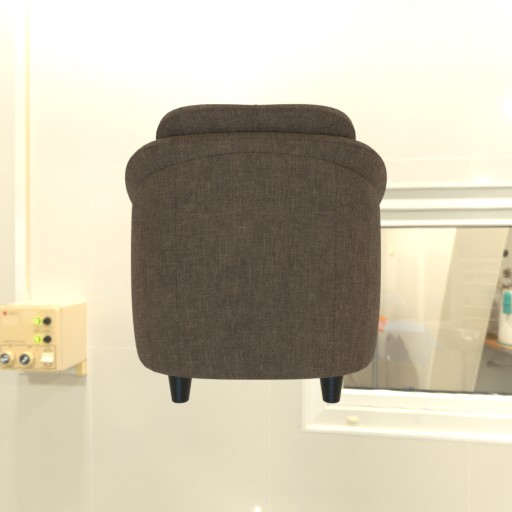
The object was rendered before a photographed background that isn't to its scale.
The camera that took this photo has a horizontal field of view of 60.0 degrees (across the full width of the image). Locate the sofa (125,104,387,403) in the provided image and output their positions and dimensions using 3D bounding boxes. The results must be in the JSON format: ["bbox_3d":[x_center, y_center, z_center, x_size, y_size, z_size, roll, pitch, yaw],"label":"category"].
[{"bbox_3d":[0.000,0.000,1.527,0.870,0.811,0.794,0,1,0],"label":"sofa"}]
